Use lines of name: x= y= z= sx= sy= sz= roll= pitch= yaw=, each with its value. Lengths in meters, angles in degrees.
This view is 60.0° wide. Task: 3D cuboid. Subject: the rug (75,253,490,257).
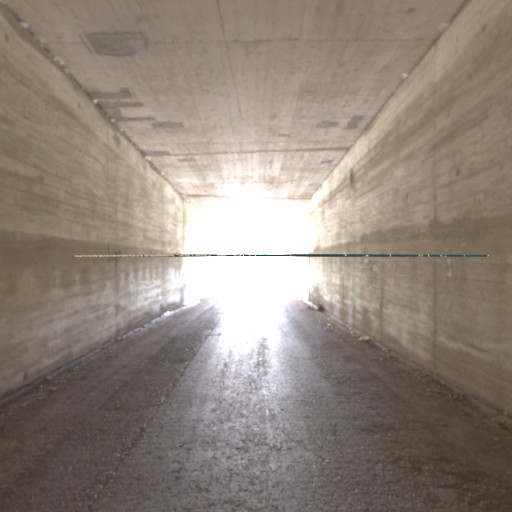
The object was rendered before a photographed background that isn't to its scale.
rug: x=0.000 y=0.000 z=4.039 sx=2.416 sy=0.014 sz=3.017 roll=0 pitch=0 yaw=-36
